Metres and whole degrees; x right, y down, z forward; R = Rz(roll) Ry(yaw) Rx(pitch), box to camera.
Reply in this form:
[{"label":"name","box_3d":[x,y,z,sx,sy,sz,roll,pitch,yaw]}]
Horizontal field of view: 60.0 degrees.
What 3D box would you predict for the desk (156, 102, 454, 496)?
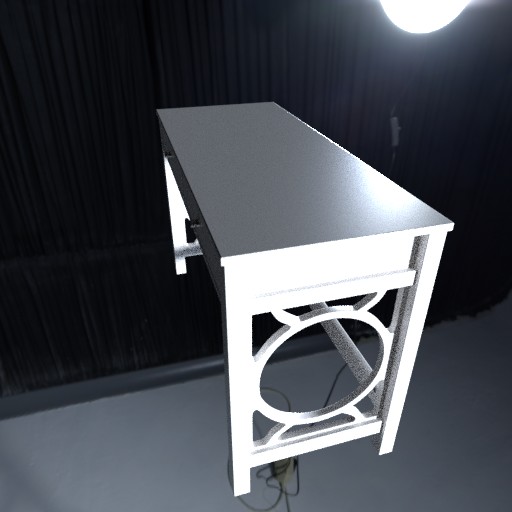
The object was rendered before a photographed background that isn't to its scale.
[{"label":"desk","box_3d":[0.000,0.000,1.539,0.504,0.762,1.191,-9,32,-14]}]
